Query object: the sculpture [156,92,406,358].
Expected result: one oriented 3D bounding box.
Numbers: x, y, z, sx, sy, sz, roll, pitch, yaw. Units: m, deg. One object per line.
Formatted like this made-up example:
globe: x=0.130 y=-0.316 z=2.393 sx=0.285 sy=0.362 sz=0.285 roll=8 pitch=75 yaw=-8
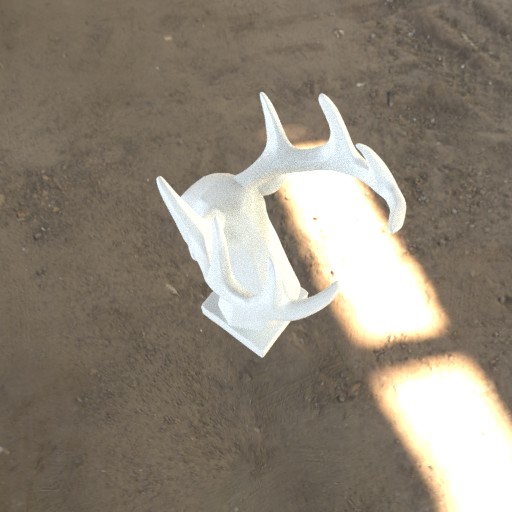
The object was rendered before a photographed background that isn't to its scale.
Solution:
sculpture: x=0.000 y=0.000 z=0.467 sx=0.224 sy=0.329 sz=0.174 roll=34 pitch=68 yaw=16
